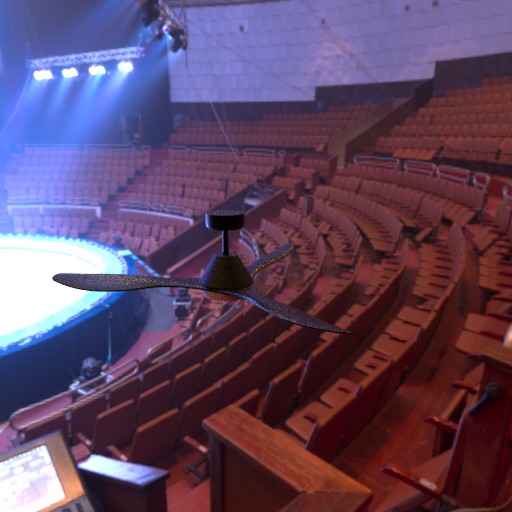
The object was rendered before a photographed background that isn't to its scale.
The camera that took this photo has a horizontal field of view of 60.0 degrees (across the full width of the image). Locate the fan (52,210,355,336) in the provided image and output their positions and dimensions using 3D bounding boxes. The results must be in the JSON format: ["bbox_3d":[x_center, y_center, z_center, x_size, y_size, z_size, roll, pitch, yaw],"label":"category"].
[{"bbox_3d":[0.000,0.000,1.594,1.067,0.305,1.067,-13,19,-43],"label":"fan"}]
